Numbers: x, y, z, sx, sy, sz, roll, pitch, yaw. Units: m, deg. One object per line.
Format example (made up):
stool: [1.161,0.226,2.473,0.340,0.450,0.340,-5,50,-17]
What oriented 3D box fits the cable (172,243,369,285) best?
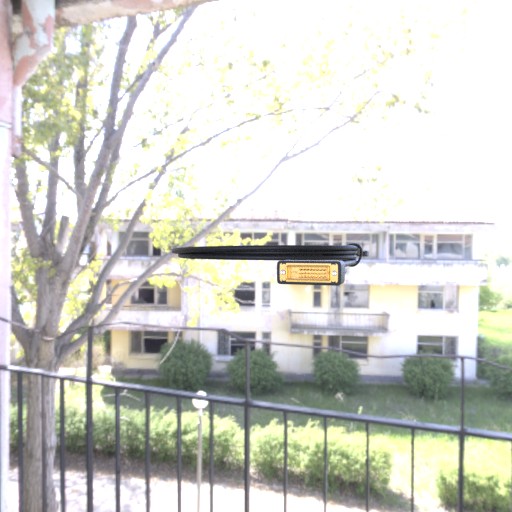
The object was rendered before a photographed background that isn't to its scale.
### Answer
cable: [0.000,0.000,0.518,0.257,0.030,0.422,0,1,19]
